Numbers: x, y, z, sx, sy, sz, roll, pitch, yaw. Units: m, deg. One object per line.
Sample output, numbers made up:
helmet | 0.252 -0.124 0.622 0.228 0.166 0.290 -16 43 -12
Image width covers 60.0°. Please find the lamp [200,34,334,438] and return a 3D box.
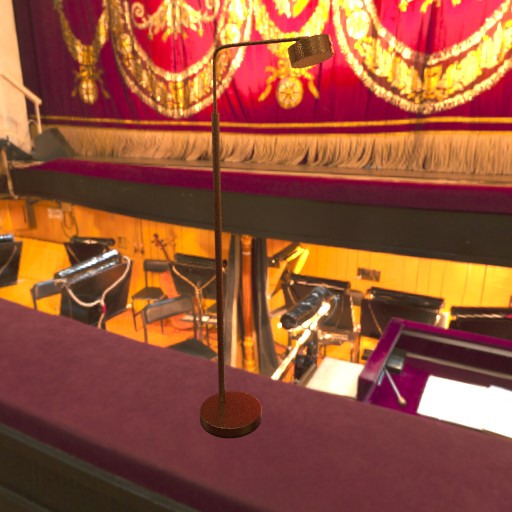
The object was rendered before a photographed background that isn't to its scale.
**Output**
lamp | 0.000 0.000 1.373 0.418 1.230 0.219 8 18 25
